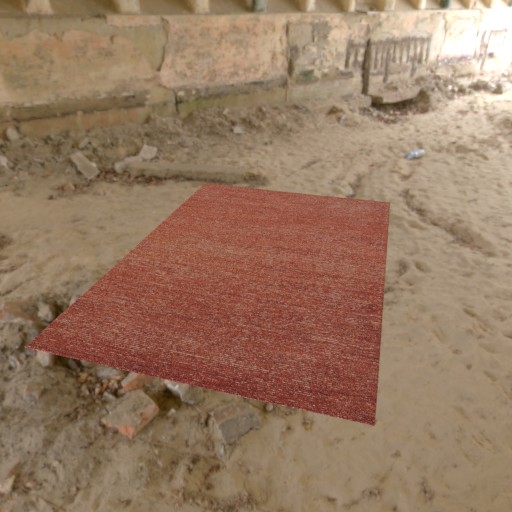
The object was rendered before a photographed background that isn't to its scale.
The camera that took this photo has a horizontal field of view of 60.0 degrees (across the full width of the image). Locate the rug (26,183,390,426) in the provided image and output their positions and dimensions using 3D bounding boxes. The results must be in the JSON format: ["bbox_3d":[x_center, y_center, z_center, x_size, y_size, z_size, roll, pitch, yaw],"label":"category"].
[{"bbox_3d":[0.000,0.000,4.953,2.803,0.025,3.965,8,31,14],"label":"rug"}]
